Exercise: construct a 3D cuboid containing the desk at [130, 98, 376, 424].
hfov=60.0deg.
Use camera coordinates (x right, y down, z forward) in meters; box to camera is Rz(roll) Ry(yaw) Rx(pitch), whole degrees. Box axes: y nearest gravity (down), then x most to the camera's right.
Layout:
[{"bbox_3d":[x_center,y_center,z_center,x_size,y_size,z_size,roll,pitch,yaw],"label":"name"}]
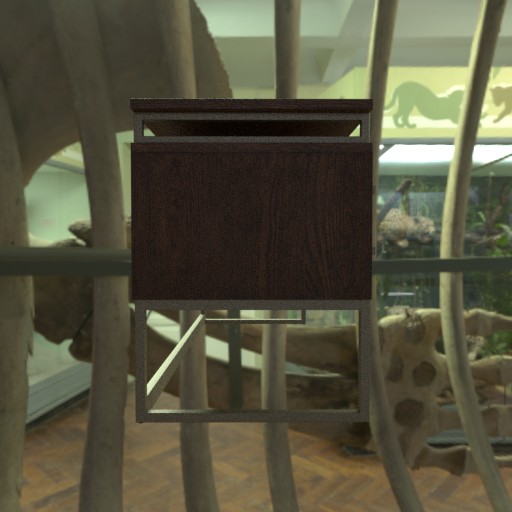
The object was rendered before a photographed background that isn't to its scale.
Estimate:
[{"bbox_3d":[0.000,0.000,1.765,0.610,0.792,1.384,0,2,0],"label":"desk"}]
